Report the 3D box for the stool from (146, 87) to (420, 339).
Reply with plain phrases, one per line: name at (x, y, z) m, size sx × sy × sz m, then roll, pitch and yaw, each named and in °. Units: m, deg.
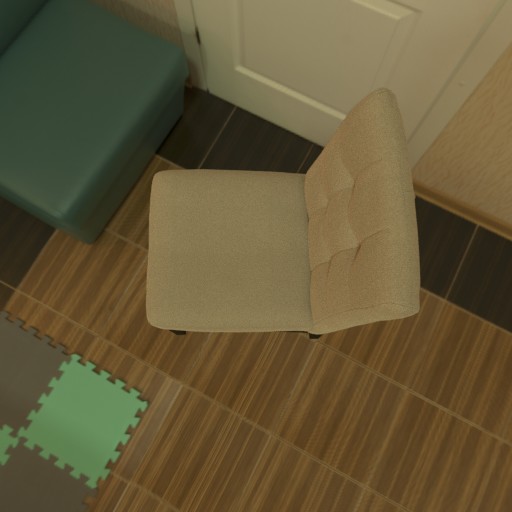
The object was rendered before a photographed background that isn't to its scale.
stool at (0.000, 0.000, 1.191) m, size 0.571 × 0.885 × 0.427 m, roll -1°, pitch 76°, yaw 0°
